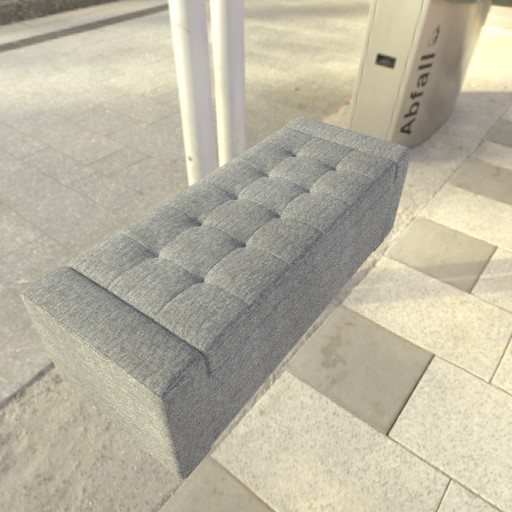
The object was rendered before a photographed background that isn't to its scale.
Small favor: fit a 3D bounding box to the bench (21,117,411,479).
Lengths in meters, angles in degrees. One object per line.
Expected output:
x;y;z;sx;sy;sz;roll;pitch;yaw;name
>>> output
0.000;0.000;1.500;0.508;0.445;1.296;26;47;27;bench
